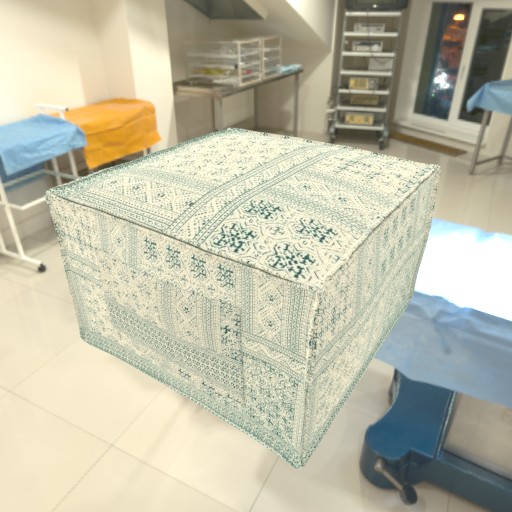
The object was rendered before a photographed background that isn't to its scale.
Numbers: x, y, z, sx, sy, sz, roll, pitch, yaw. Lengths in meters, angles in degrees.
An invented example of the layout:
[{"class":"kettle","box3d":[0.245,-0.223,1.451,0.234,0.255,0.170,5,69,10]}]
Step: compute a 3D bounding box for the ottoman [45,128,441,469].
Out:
[{"class":"ottoman","box3d":[0.000,0.000,1.029,0.617,0.439,0.626,19,36,29]}]
